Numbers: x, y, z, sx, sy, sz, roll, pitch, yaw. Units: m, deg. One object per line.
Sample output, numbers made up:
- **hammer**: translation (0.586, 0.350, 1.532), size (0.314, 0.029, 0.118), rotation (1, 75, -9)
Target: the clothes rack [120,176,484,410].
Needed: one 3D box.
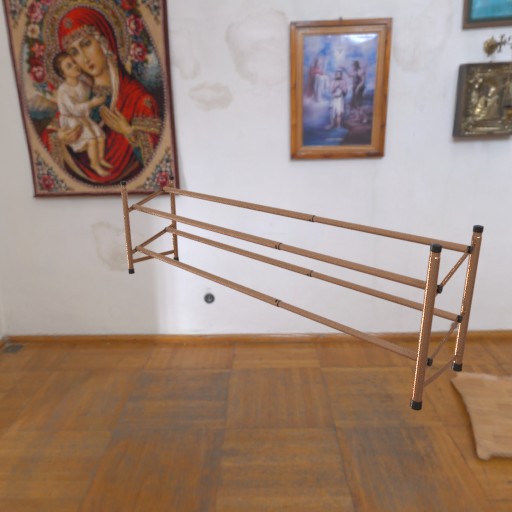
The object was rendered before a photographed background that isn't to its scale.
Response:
- **clothes rack**: translation (0.000, 0.000, 1.317), size (0.229, 0.349, 1.168), rotation (-17, 24, -42)
